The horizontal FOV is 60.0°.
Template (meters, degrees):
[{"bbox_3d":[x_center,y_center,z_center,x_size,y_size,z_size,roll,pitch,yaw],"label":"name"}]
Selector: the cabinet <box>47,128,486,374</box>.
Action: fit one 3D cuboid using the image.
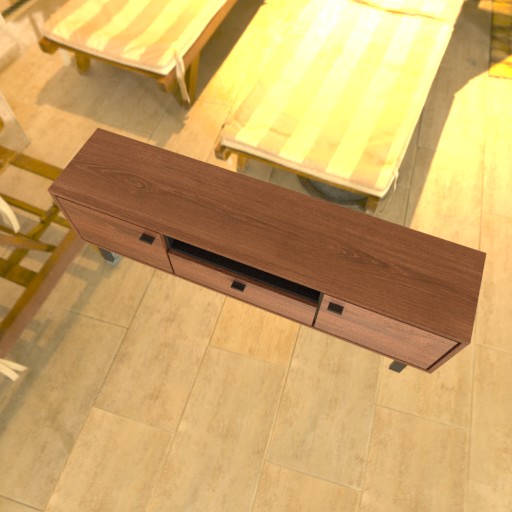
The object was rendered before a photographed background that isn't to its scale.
[{"bbox_3d":[0.000,0.000,1.894,1.650,0.500,0.400,20,62,11],"label":"cabinet"}]
